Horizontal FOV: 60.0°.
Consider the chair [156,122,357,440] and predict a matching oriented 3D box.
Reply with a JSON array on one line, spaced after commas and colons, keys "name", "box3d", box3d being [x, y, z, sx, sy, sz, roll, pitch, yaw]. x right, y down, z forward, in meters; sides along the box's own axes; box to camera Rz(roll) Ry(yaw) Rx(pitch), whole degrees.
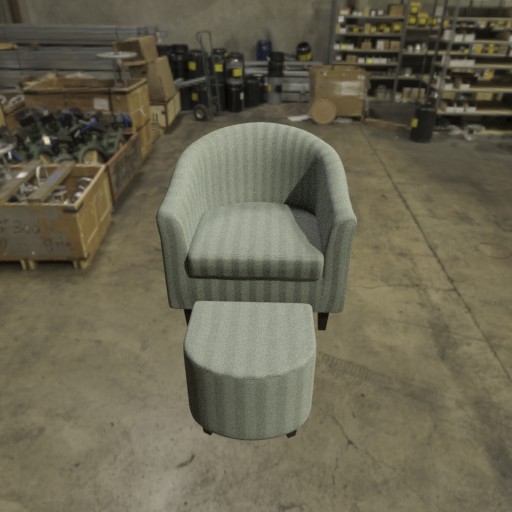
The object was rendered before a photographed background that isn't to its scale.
[{"name": "chair", "box3d": [0.000, 0.000, 1.779, 0.756, 0.757, 1.288, 1, 30, 2]}]
